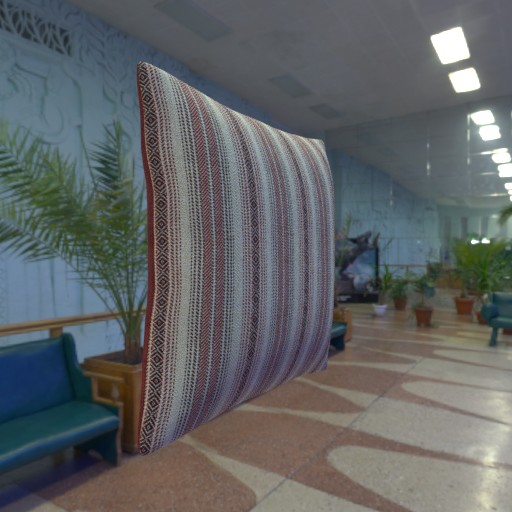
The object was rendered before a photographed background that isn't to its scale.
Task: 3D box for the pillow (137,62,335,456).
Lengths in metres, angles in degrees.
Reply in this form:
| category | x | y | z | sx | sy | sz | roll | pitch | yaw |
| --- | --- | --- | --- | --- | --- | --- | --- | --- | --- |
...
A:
| category | x | y | z | sx | sy | sz | roll | pitch | yaw |
| --- | --- | --- | --- | --- | --- | --- | --- | --- | --- |
| pillow | 0.000 | 0.000 | 0.761 | 0.166 | 0.497 | 0.513 | 0 | 1 | 35 |
